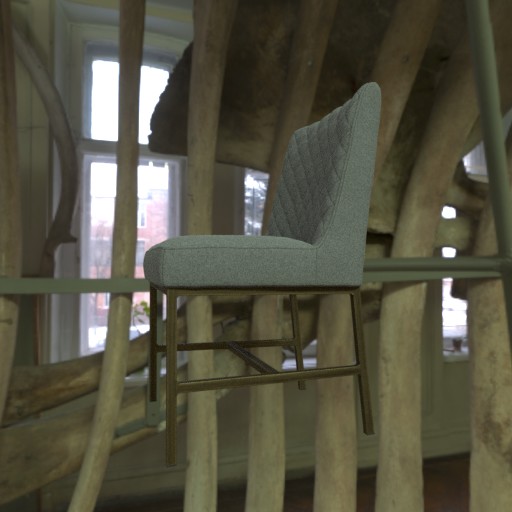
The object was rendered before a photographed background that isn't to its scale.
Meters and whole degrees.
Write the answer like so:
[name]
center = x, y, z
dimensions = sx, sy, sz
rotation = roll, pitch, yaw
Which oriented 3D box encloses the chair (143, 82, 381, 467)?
[chair]
center = 0.000, 0.000, 1.239
dimensions = 0.587, 0.889, 0.508
rotation = 0, -1, -18
